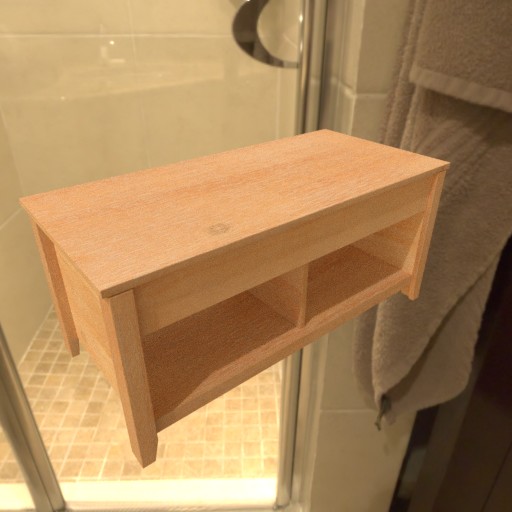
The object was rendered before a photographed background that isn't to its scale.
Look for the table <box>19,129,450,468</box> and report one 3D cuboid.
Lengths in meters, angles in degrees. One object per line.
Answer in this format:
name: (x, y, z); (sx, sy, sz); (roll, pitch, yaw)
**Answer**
table: (0.000, 0.000, 1.249); (1.016, 0.457, 0.483); (-22, 37, -33)
